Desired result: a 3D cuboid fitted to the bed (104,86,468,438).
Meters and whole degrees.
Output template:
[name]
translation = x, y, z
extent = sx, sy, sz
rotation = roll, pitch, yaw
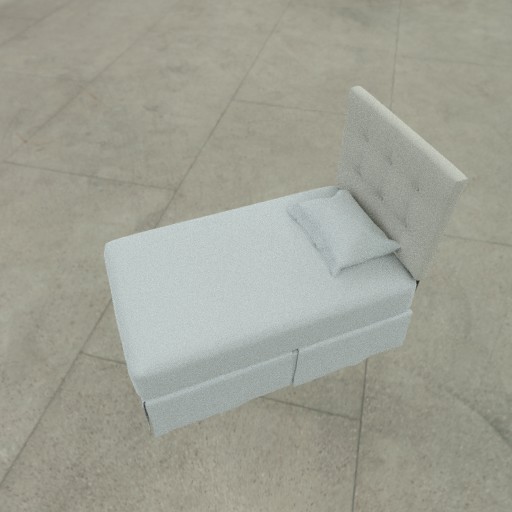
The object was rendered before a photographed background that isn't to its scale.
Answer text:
[bed]
translation = 0.000, 0.000, 3.010
extent = 1.997, 1.571, 1.261
rotation = -16, 49, -14
